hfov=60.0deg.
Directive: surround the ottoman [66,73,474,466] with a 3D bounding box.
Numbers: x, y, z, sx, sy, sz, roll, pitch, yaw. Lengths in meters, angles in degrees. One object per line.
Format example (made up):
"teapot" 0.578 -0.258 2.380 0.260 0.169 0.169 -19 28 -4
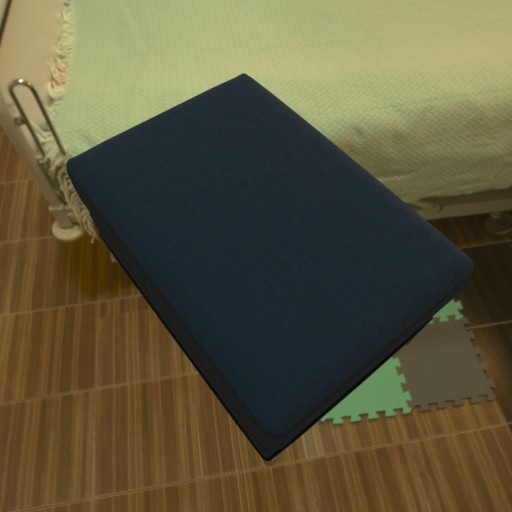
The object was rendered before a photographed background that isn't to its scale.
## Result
"ottoman" 0.000 0.000 1.191 0.587 0.498 0.835 -34 64 -19
